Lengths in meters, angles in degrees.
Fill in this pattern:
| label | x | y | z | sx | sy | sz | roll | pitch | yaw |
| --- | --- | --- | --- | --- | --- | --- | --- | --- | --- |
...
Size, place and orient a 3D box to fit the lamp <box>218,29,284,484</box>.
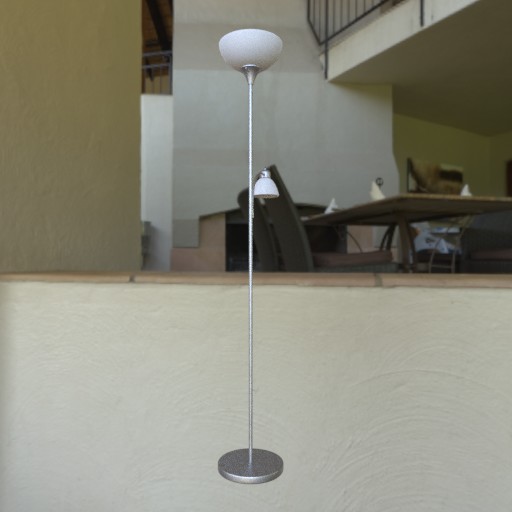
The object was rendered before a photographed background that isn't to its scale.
| label | x | y | z | sx | sy | sz | roll | pitch | yaw |
| --- | --- | --- | --- | --- | --- | --- | --- | --- | --- |
| lamp | 0.000 | 0.000 | 1.962 | 0.279 | 1.804 | 0.425 | 0 | -1 | 17 |
